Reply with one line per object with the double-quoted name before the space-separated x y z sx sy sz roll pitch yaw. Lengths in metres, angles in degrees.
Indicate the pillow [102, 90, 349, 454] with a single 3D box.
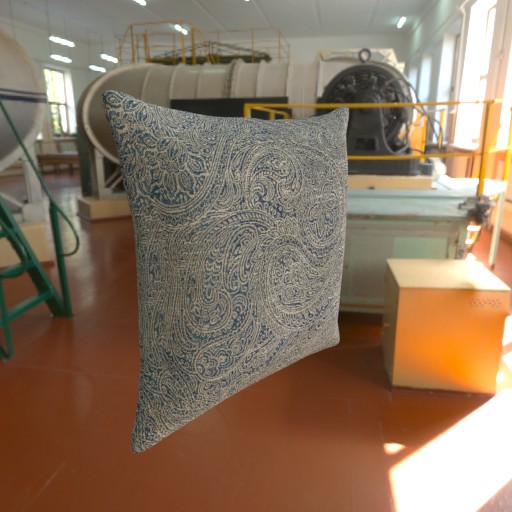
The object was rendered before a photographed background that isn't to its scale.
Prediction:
"pillow" 0.000 0.000 0.764 0.166 0.510 0.523 15 22 43
